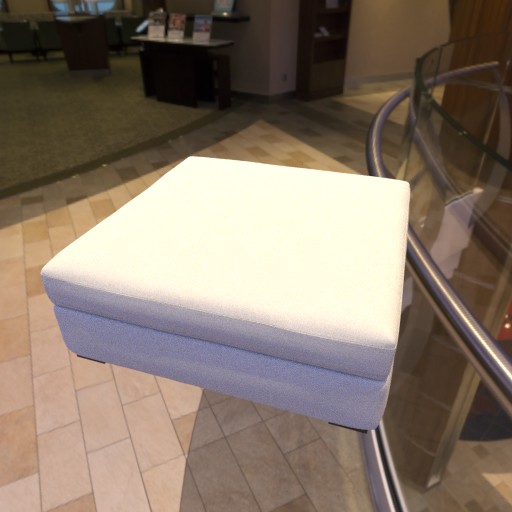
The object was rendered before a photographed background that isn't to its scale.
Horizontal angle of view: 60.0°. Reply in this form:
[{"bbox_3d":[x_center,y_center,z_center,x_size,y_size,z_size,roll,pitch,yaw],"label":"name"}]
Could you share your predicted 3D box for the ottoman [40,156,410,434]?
[{"bbox_3d":[0.000,0.000,1.830,1.167,0.482,1.163,10,33,15],"label":"ottoman"}]
